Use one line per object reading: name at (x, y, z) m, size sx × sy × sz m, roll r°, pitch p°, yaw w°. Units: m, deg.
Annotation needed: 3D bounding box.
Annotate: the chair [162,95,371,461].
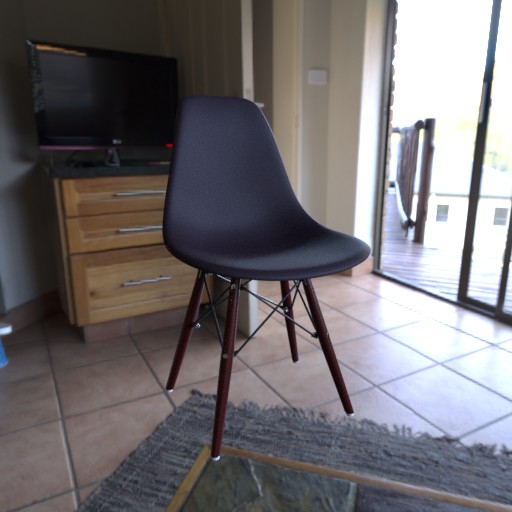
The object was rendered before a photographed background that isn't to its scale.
chair at (0.000, 0.000, 1.140) m, size 0.470 × 0.826 × 0.533 m, roll -7°, pitch 16°, yaw -26°
